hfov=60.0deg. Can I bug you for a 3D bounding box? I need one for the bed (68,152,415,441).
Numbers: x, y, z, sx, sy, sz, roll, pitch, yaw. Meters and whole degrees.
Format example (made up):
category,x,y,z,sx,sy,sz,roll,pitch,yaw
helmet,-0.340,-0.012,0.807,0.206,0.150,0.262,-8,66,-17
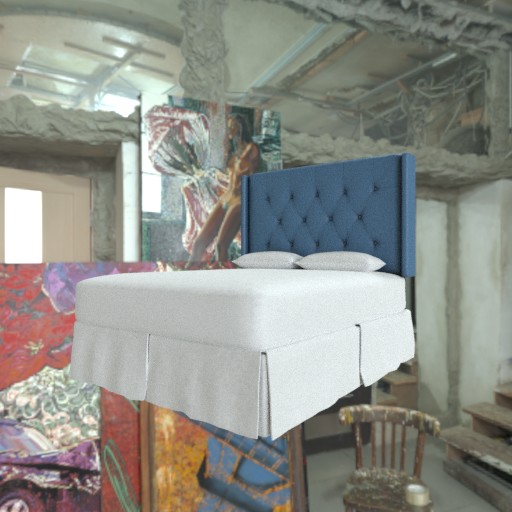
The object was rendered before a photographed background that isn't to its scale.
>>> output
category,x,y,z,sx,sy,sz,roll,pitch,yaw
bed,0.000,0.000,3.281,1.719,1.665,2.078,0,0,37
